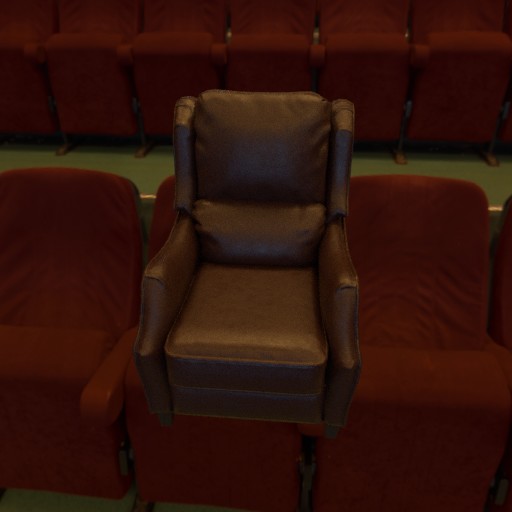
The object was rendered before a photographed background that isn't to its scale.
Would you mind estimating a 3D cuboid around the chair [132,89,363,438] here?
[{"bbox_3d":[0.000,0.000,1.762,0.770,1.132,0.982,3,31,4],"label":"chair"}]
